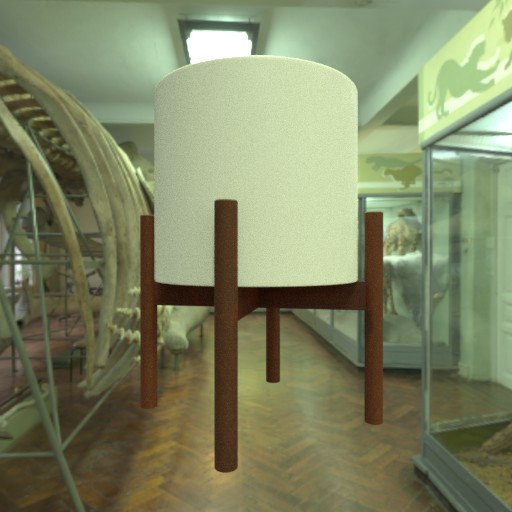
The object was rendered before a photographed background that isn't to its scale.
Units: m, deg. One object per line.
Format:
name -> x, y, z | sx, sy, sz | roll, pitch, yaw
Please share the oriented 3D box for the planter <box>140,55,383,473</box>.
planter -> 0.000, 0.000, 0.502 | 0.224, 0.358, 0.224 | 0, 0, -34
